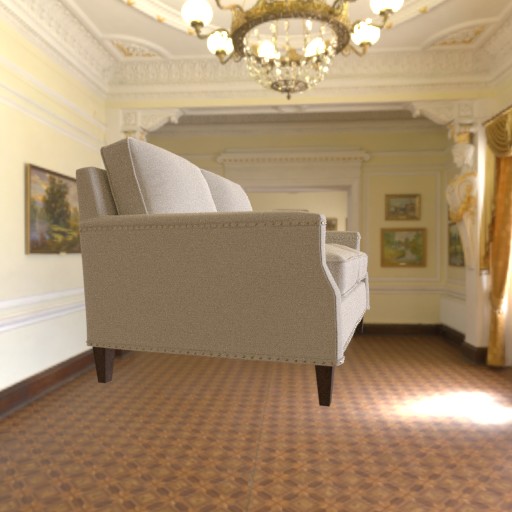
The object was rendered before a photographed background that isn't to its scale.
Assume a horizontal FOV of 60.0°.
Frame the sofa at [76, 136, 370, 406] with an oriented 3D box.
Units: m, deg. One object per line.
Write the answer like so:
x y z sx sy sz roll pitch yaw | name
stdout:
0.000 0.000 2.336 1.084 1.003 1.597 0 0 18 | sofa
